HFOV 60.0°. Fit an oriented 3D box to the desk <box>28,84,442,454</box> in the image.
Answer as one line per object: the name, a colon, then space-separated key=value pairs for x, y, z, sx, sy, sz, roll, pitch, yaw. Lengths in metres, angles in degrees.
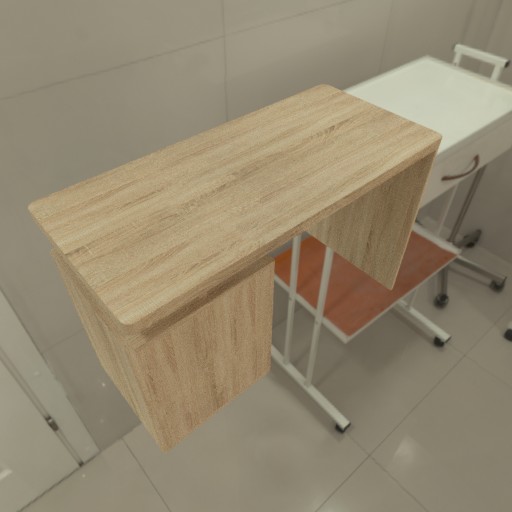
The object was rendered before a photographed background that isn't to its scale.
desk: x=0.000 y=0.000 z=1.612 sx=1.200 sy=0.760 sz=0.550 roll=-31 pitch=53 yaw=-28
